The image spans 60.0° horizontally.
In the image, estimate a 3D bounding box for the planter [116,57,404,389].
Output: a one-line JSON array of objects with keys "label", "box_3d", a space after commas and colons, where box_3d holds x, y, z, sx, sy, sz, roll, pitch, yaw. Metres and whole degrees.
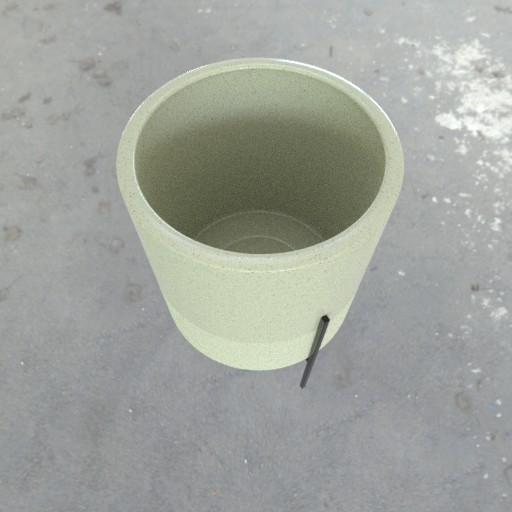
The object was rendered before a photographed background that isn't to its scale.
[{"label": "planter", "box_3d": [0.000, 0.000, 0.690, 0.323, 0.475, 0.314, 0, 59, 0]}]
